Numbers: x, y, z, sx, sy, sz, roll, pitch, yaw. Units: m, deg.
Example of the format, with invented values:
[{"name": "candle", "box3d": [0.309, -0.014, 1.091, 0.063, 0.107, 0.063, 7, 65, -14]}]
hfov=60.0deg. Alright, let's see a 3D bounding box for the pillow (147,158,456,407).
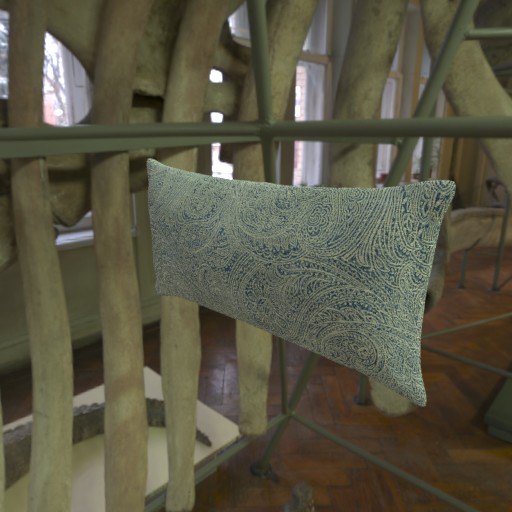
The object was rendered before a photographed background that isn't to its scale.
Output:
[{"name": "pillow", "box3d": [0.000, 0.000, 0.738, 0.615, 0.295, 0.151, 15, 22, 42]}]
